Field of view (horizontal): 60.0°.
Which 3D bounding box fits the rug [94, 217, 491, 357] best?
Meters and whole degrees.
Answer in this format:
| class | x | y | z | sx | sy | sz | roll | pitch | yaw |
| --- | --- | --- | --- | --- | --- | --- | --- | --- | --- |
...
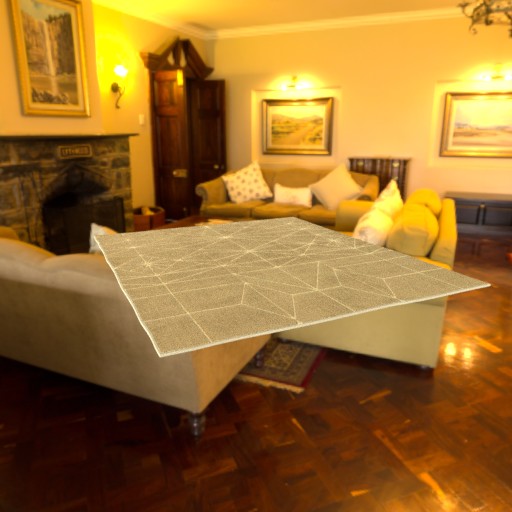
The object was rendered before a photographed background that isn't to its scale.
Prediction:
| class | x | y | z | sx | sy | sz | roll | pitch | yaw |
| --- | --- | --- | --- | --- | --- | --- | --- | --- | --- |
| rug | 0.000 | 0.000 | 0.887 | 0.548 | 0.006 | 0.639 | -8 | 18 | -25 |
